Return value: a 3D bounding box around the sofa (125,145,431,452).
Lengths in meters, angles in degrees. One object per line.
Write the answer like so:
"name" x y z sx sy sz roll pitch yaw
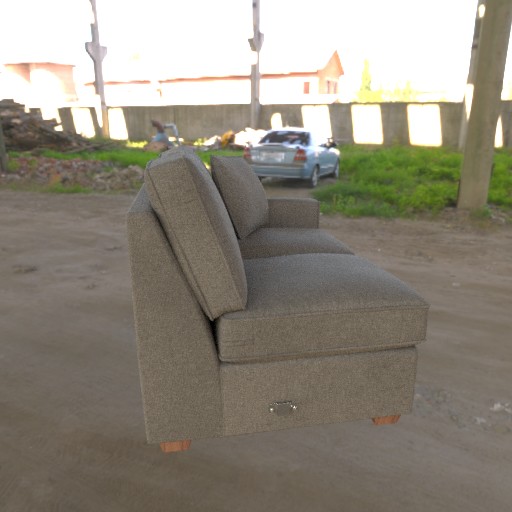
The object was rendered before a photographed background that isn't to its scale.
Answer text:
"sofa" 0.000 0.000 2.045 0.991 0.989 1.388 -3 16 -9
